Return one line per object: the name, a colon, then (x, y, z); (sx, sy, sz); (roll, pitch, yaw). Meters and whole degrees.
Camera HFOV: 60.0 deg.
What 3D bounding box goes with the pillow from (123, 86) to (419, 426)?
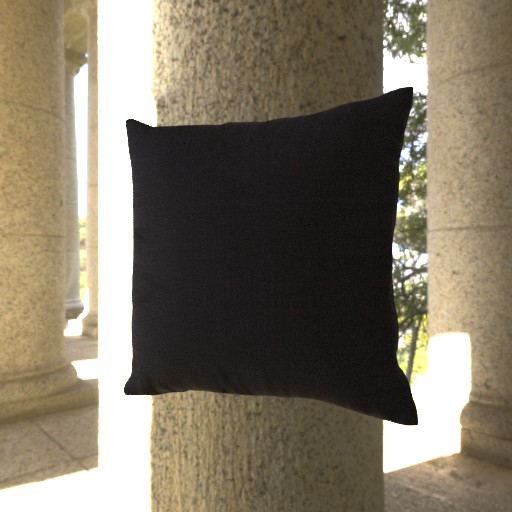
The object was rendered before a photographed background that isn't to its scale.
pillow: (0.000, 0.000, 0.629); (0.432, 0.432, 0.139); (0, -1, 18)
